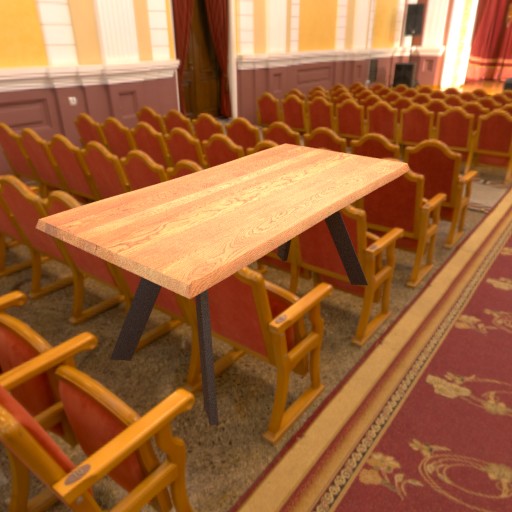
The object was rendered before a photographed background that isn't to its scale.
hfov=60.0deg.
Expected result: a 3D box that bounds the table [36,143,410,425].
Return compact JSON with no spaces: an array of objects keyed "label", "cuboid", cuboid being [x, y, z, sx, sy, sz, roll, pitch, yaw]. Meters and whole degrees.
[{"label":"table","cuboid":[0.000,0.000,2.364,0.900,0.770,1.800,19,32,33]}]
